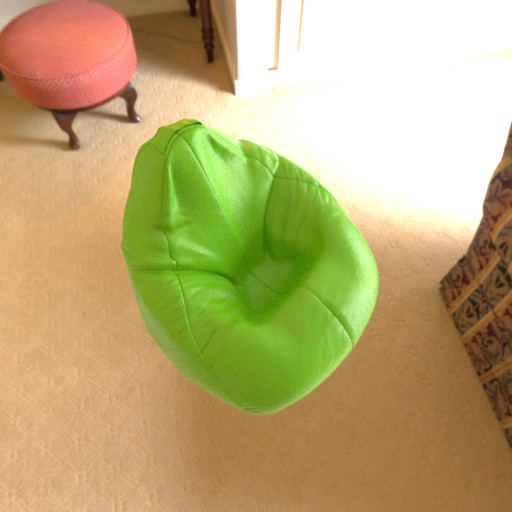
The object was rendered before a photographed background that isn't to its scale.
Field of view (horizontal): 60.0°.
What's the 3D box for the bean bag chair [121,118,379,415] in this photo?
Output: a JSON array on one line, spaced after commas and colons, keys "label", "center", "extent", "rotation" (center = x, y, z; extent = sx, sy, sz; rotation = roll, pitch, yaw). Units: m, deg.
[{"label": "bean bag chair", "center": [0.000, 0.000, 1.898], "extent": [1.070, 0.990, 1.070], "rotation": [34, 65, 19]}]
